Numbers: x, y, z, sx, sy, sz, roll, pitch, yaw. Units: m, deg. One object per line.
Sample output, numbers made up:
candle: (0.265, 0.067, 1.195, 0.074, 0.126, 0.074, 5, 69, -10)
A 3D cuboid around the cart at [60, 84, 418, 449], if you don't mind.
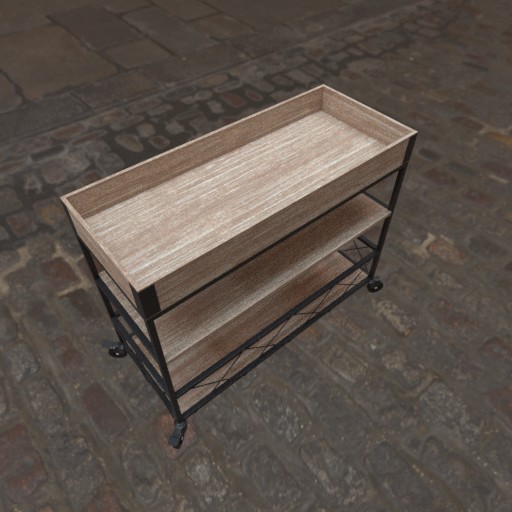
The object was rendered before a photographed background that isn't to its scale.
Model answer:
cart: (0.000, 0.000, 1.530, 1.101, 0.787, 0.500, -31, 55, -26)
